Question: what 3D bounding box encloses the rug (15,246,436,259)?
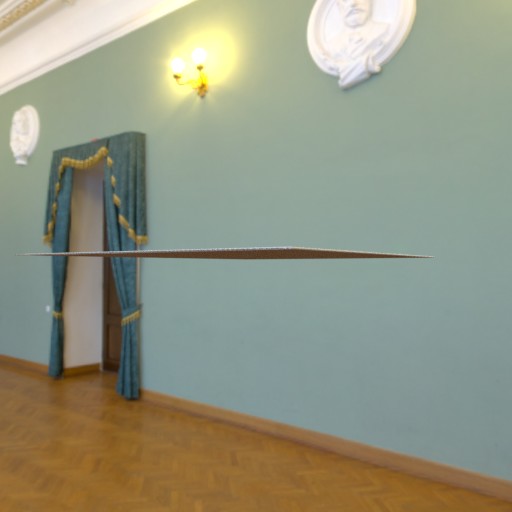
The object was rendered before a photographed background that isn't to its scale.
[{"bbox_3d":[0.000,0.000,3.954,2.380,0.013,3.051,-1,-1,34],"label":"rug"}]
